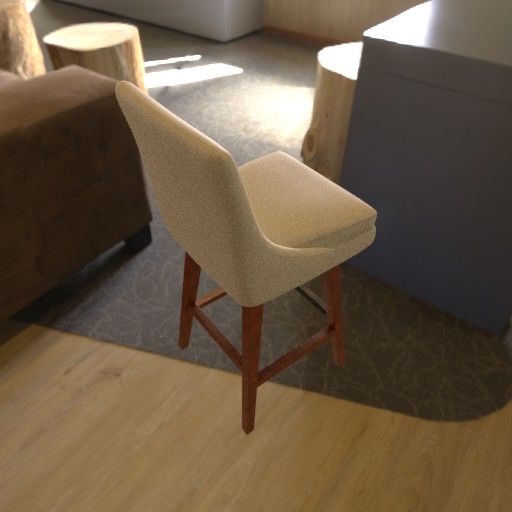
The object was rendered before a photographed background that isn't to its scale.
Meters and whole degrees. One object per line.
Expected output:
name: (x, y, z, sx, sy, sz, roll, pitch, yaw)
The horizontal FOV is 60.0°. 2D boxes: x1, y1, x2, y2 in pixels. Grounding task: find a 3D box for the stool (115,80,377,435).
stool: (0.000, 0.000, 1.392, 0.559, 1.092, 0.470, -27, 49, -26)
